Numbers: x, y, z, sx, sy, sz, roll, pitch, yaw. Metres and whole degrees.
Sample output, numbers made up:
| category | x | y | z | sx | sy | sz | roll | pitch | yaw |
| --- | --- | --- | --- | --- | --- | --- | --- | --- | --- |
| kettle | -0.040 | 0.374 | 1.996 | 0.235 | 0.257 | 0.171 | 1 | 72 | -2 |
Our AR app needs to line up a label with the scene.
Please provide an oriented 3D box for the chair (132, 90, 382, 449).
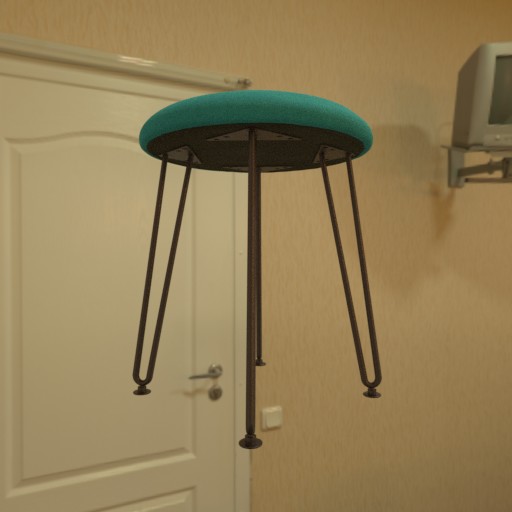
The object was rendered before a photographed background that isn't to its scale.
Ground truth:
| category | x | y | z | sx | sy | sz | roll | pitch | yaw |
| --- | --- | --- | --- | --- | --- | --- | --- | --- | --- |
| chair | 0.000 | 0.000 | 0.687 | 0.350 | 0.430 | 0.350 | 0 | 1 | 35 |
